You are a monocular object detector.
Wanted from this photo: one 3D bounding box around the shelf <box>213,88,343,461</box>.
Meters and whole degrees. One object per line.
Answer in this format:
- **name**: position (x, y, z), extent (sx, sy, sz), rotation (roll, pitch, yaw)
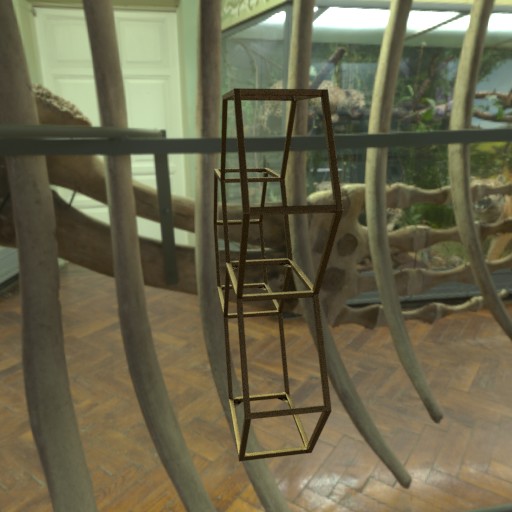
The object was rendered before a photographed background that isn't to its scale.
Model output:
- **shelf**: position (0.000, 0.000, 1.034), extent (0.150, 0.701, 0.708), rotation (-3, 17, -9)
